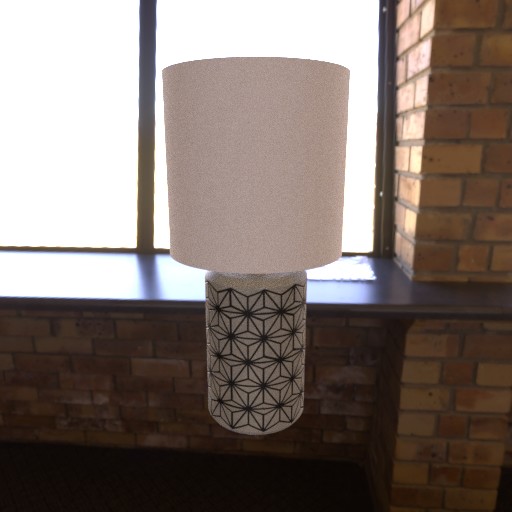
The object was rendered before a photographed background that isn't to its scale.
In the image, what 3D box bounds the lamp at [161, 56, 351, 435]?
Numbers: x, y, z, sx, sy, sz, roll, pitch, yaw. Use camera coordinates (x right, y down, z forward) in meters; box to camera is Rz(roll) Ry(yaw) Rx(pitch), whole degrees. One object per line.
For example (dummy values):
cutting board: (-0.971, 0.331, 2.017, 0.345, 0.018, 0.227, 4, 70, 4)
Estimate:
lamp: (0.000, 0.000, 0.542, 0.206, 0.416, 0.206, -7, 16, -26)
